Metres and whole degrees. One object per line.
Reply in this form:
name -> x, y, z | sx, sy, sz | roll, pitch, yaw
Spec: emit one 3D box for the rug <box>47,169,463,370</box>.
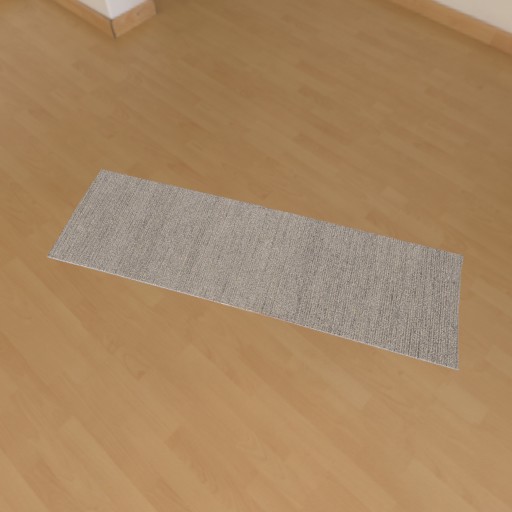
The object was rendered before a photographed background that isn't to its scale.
rug -> 0.000, 0.000, 2.552 | 2.320, 0.032, 0.692 | 14, 60, 8
